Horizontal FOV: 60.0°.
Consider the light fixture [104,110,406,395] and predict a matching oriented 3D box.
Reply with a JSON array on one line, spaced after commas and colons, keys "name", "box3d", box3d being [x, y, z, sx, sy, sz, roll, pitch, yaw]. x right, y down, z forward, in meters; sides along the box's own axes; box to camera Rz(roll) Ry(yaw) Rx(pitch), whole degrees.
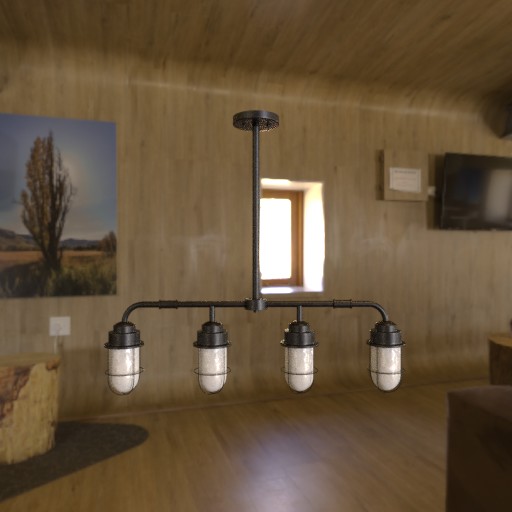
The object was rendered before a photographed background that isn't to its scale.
[{"name": "light fixture", "box3d": [0.000, 0.000, 1.260, 0.852, 0.785, 0.131, 0, 0, -1]}]
